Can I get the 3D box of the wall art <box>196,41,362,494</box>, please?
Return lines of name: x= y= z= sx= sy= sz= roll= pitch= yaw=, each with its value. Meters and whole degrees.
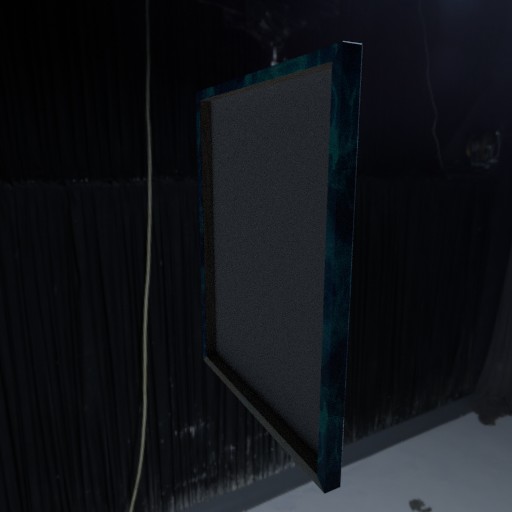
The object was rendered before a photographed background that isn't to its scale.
wall art: x=0.000 y=0.000 z=0.992 sx=0.038 sy=0.760 sz=0.609 roll=-7 pitch=15 yaw=-27
